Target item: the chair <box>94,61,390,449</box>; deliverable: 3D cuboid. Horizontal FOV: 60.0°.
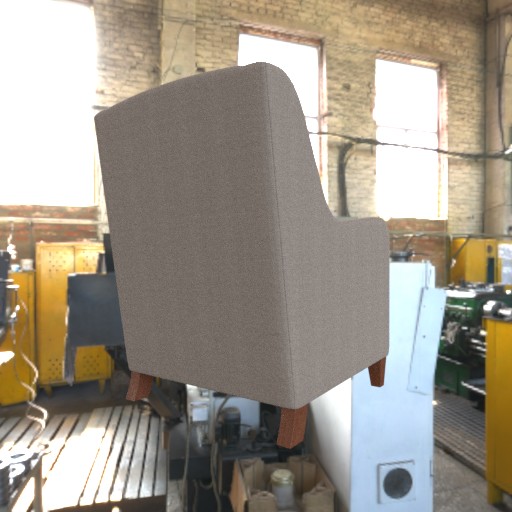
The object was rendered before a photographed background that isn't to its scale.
[{"bbox_3d":[0.000,0.000,1.624,0.715,1.017,0.890,0,0,36],"label":"chair"}]
